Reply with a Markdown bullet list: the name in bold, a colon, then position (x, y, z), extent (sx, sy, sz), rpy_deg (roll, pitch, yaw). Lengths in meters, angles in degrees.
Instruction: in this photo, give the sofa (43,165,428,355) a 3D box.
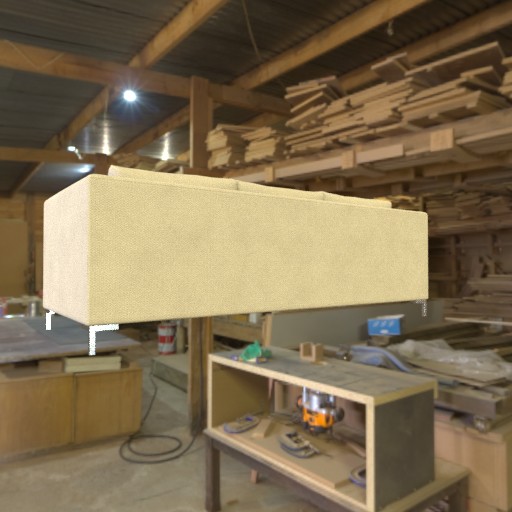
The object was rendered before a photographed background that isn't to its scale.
- **sofa**: position (0.000, 0.000, 2.928), extent (2.415, 0.867, 0.969), rpy_deg (1, -1, -36)
